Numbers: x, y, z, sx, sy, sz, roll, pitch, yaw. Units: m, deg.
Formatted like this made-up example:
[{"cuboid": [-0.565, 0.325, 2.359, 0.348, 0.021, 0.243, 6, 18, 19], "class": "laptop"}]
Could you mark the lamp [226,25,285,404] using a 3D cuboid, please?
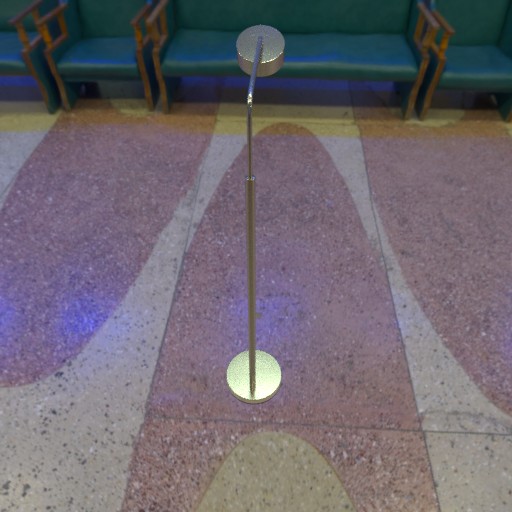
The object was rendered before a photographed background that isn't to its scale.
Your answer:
[{"cuboid": [0.000, 0.000, 1.414, 0.222, 1.250, 0.421, 4, 47, 3], "class": "lamp"}]
